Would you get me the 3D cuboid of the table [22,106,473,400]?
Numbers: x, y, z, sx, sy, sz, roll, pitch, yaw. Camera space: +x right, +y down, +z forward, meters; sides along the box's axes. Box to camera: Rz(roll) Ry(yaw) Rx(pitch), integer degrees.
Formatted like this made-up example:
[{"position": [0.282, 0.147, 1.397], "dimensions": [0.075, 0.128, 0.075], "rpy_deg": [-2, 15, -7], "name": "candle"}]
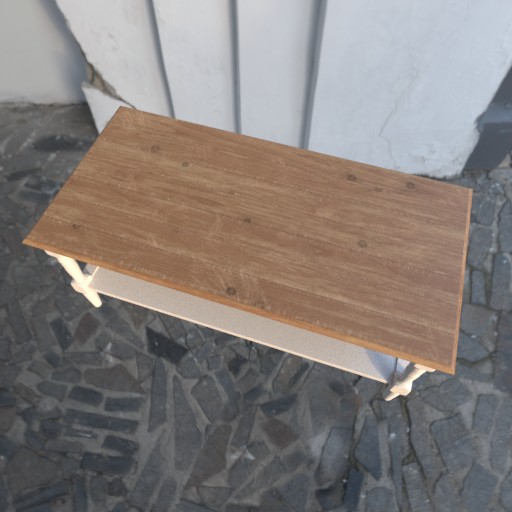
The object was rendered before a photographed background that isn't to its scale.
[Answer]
[{"position": [0.000, 0.000, 1.402], "dimensions": [1.118, 0.458, 0.559], "rpy_deg": [16, 60, 9], "name": "table"}]
